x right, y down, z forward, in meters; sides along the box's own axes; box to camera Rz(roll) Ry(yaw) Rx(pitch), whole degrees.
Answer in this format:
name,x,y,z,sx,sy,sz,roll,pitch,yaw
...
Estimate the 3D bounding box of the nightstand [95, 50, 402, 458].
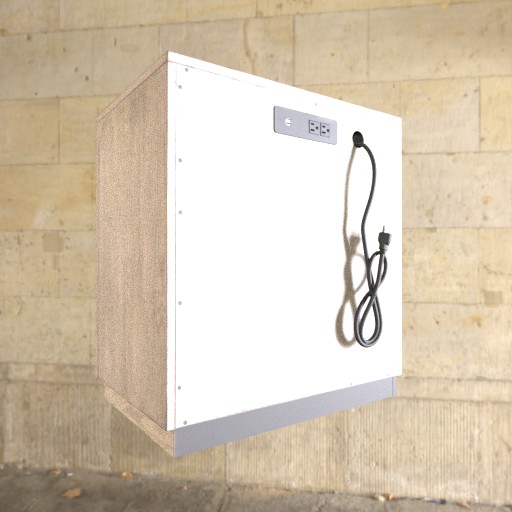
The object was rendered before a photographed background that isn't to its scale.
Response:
name,x,y,z,sx,sy,sz,roll,pitch,yaw
nightstand,0.000,0.000,1.049,0.612,0.673,0.483,0,0,-35
